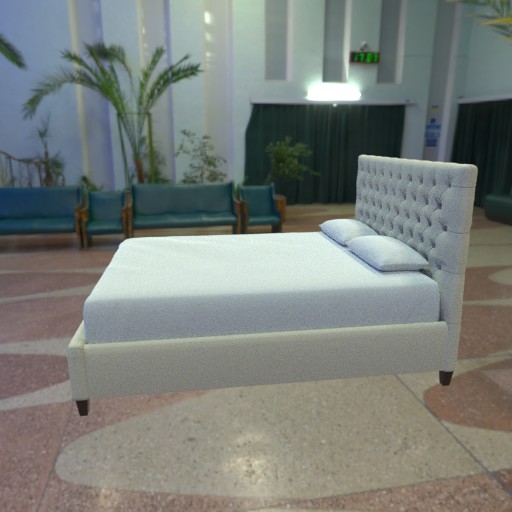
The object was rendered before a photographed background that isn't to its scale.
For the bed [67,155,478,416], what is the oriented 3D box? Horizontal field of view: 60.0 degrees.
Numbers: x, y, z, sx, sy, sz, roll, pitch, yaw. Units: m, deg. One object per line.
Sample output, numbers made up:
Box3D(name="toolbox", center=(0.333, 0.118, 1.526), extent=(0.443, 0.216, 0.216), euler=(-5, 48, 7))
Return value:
Box3D(name="bed", center=(0.000, 0.000, 3.351), extent=(2.387, 1.427, 1.698), euler=(-2, 15, -8))
